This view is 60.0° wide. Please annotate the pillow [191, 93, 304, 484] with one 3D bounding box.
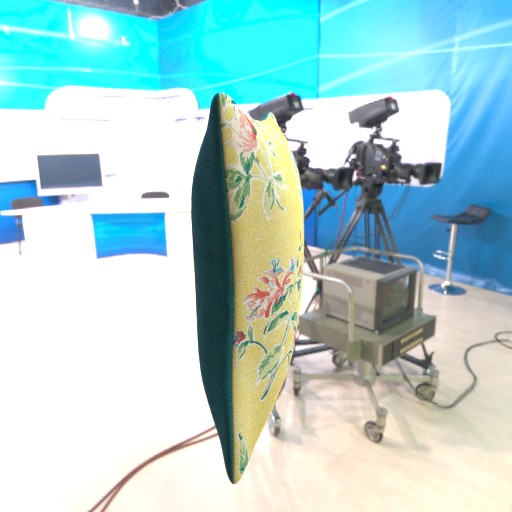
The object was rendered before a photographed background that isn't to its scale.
[{"bbox_3d":[0.000,0.000,0.788,0.166,0.508,0.525,2,16,7],"label":"pillow"}]
